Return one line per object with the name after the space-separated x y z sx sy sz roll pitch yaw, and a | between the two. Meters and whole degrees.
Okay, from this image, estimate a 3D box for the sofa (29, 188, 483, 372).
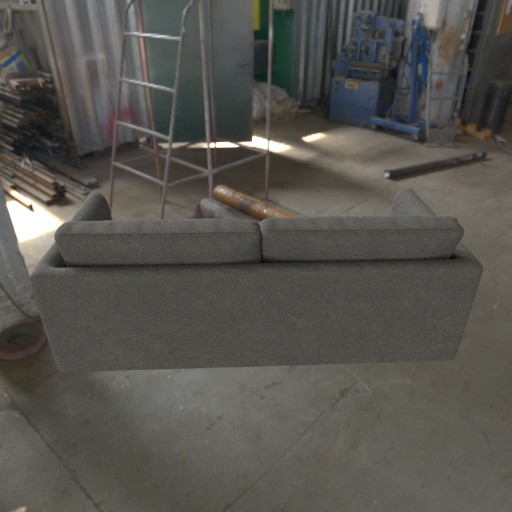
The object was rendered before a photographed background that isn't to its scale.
0.000 0.000 2.734 2.257 0.838 1.092 -1 31 -2 | sofa
